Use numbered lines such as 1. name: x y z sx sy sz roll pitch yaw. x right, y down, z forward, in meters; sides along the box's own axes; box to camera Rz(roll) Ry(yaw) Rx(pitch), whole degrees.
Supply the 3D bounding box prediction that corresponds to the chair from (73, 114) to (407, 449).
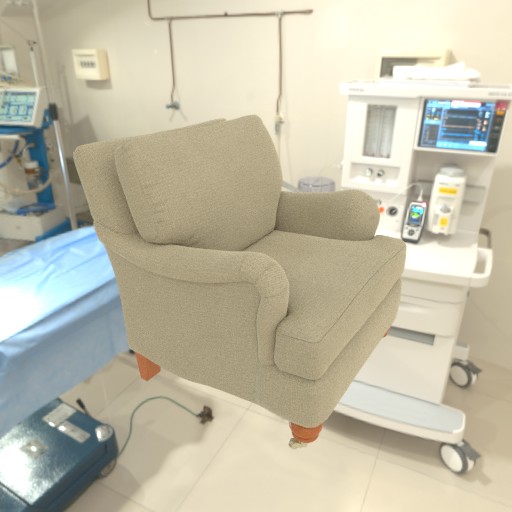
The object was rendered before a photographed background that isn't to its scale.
1. chair: 0.000 0.000 1.882 1.070 1.038 0.955 16 29 30
